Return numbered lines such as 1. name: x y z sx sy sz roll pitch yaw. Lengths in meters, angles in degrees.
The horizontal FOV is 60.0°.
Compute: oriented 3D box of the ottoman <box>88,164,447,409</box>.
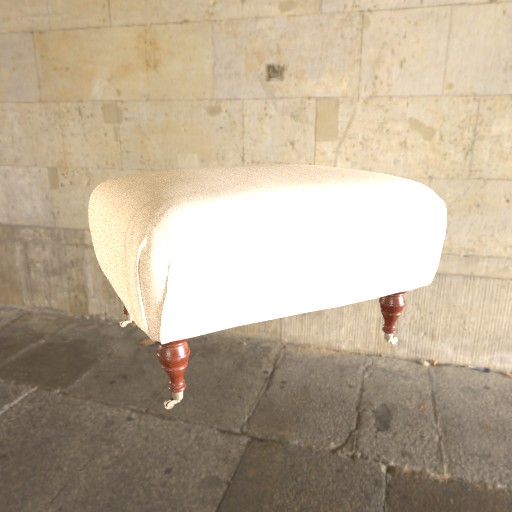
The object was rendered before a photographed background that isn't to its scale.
1. ottoman: 0.000 0.000 1.143 0.747 0.450 0.622 -8 18 -27
